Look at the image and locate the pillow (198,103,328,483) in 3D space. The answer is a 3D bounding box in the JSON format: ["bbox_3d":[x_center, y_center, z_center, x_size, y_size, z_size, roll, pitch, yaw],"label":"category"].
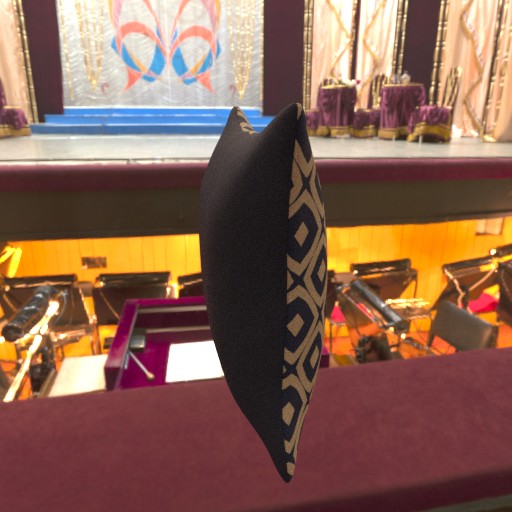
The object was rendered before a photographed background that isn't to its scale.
[{"bbox_3d":[0.000,0.000,0.763,0.188,0.494,0.504,-3,18,-9],"label":"pillow"}]
